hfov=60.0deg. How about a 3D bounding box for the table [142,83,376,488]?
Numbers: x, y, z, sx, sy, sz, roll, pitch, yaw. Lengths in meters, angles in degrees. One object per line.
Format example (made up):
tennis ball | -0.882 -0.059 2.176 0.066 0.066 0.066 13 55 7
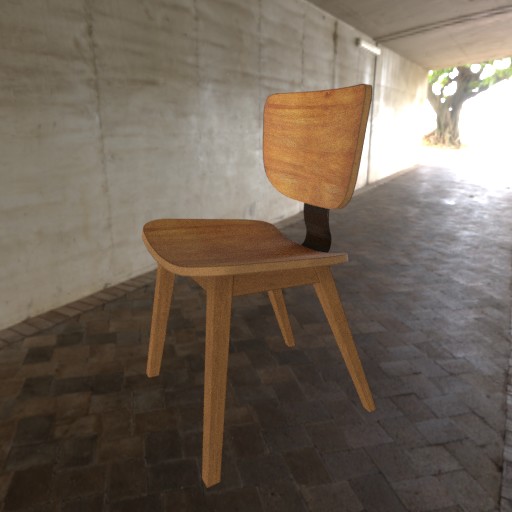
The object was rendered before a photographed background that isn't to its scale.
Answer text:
table | 0.000 0.000 1.126 0.500 0.805 0.499 -9 19 -26
